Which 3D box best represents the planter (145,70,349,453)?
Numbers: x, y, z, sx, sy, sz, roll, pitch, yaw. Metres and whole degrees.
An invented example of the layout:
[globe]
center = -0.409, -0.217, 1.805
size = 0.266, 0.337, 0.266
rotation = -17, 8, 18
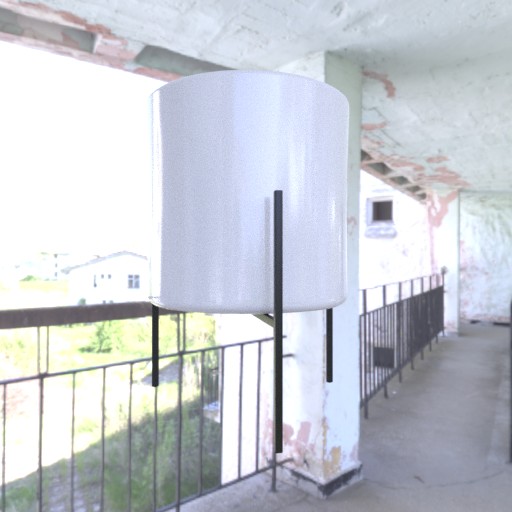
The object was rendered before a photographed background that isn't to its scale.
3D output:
[planter]
center = 0.000, 0.000, 0.740
size = 0.361, 0.480, 0.360
rotation = 0, 0, -37
